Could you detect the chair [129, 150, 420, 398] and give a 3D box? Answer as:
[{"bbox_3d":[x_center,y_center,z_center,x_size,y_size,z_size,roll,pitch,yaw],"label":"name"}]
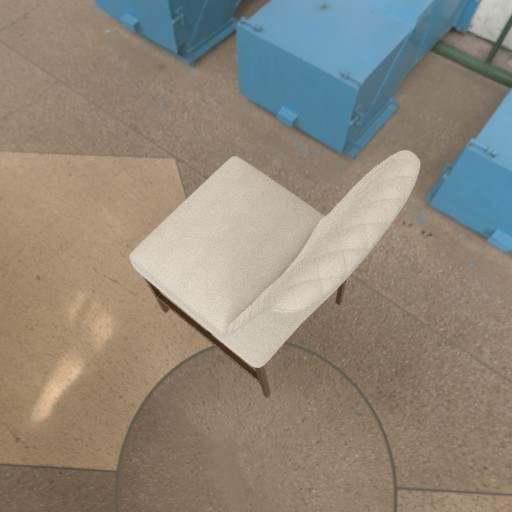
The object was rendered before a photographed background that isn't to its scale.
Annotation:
[{"bbox_3d":[0.000,0.000,1.325,0.597,0.933,0.503,36,69,16],"label":"chair"}]
